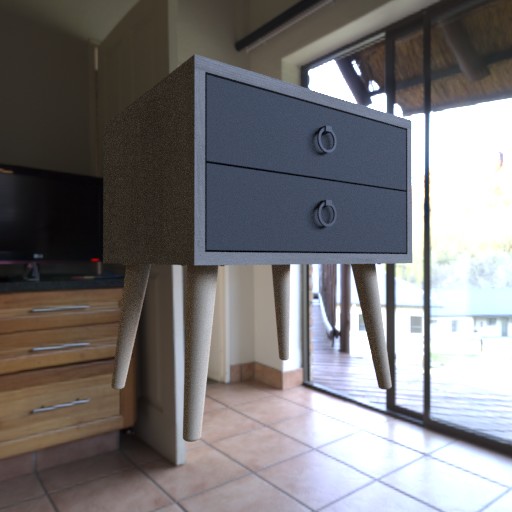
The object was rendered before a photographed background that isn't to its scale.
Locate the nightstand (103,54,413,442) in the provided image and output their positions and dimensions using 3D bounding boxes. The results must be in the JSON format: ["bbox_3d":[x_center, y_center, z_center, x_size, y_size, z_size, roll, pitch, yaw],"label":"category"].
[{"bbox_3d":[0.000,0.000,0.829,0.450,0.500,0.380,0,0,-36],"label":"nightstand"}]
